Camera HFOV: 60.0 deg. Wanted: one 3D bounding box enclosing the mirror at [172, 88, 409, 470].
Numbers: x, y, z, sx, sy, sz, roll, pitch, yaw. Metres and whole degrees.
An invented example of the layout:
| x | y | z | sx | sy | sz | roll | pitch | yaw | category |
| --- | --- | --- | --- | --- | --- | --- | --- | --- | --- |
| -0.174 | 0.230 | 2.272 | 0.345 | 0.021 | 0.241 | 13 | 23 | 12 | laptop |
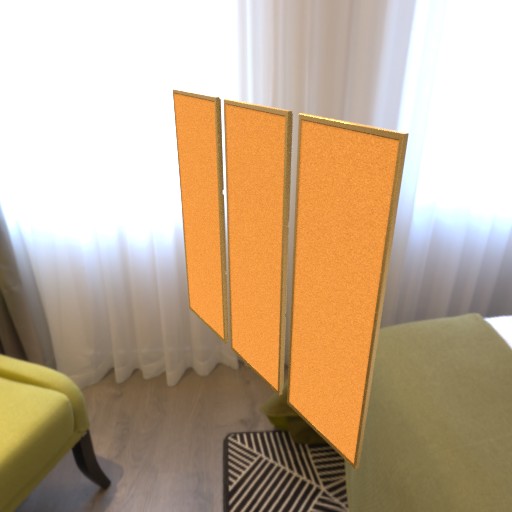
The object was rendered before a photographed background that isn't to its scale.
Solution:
| x | y | z | sx | sy | sz | roll | pitch | yaw | category |
| --- | --- | --- | --- | --- | --- | --- | --- | --- | --- |
| 0.000 | 0.000 | 1.418 | 0.023 | 0.926 | 1.011 | -17 | 31 | -31 | mirror |
